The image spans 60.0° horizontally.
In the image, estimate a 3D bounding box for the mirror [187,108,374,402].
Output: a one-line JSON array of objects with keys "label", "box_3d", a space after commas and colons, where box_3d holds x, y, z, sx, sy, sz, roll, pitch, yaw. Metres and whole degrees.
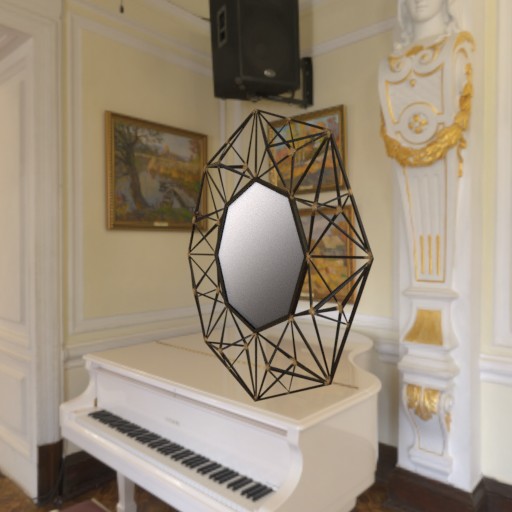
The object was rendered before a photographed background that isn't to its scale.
[{"label": "mirror", "box_3d": [0.000, 0.000, 1.075, 0.094, 0.710, 0.710, -1, 1, -36]}]
